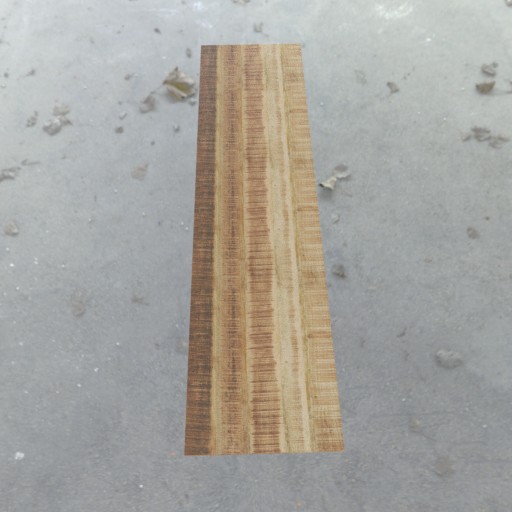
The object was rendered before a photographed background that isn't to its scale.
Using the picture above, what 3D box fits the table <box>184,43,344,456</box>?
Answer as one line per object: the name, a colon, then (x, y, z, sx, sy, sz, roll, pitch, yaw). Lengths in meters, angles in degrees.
table: (0.000, 0.000, 1.823, 0.405, 0.810, 1.524, -1, 63, -1)
